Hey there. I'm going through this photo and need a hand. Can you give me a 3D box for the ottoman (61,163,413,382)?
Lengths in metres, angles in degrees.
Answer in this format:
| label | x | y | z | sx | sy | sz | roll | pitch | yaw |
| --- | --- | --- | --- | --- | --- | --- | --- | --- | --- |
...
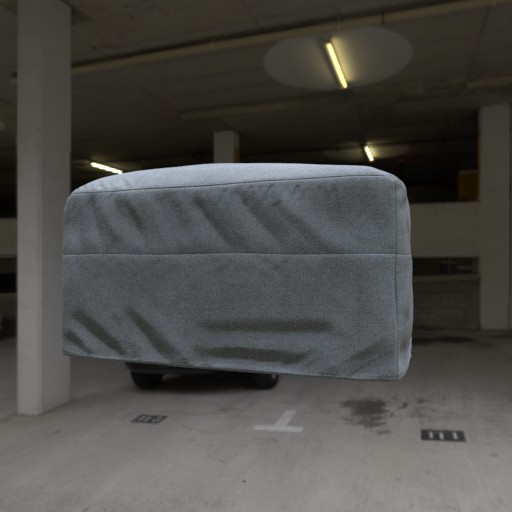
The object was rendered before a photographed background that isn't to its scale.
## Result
| label | x | y | z | sx | sy | sz | roll | pitch | yaw |
| --- | --- | --- | --- | --- | --- | --- | --- | --- | --- |
| ottoman | 0.000 | 0.000 | 1.256 | 0.837 | 0.481 | 0.683 | 0 | 0 | 19 |
